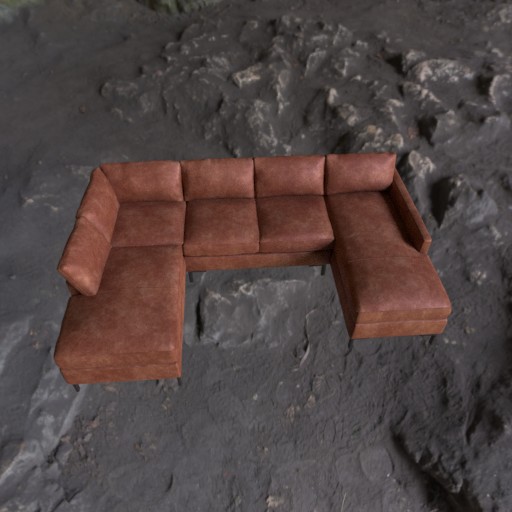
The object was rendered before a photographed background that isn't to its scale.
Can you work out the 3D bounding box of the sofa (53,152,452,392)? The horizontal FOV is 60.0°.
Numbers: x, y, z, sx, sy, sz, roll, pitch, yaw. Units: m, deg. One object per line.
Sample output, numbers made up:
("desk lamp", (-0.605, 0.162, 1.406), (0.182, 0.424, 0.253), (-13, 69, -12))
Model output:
("sofa", (0.000, 0.000, 3.823), (2.956, 0.900, 1.939), (-3, 45, -3))
